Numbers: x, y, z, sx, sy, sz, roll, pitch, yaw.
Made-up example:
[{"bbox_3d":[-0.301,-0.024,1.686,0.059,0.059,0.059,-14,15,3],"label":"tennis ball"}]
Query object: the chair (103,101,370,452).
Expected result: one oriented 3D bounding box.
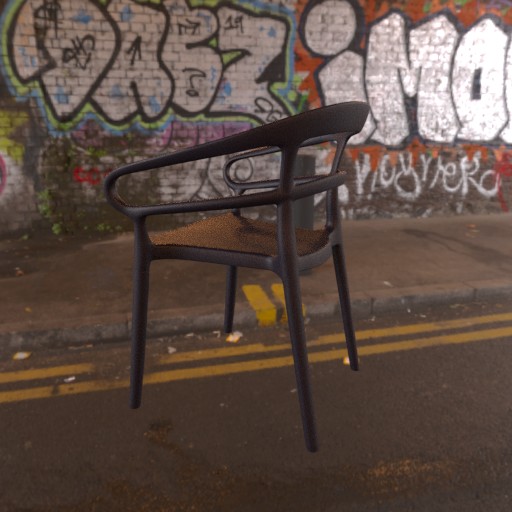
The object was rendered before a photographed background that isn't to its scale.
[{"bbox_3d":[0.000,0.000,1.175,0.527,0.761,0.559,8,18,25],"label":"chair"}]
